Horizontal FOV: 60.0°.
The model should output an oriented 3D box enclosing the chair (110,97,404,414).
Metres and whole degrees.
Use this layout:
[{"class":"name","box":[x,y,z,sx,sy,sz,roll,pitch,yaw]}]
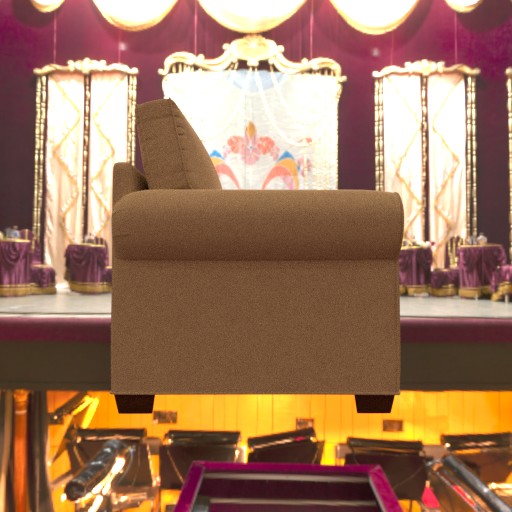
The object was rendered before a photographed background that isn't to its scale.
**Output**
[{"class":"chair","box":[0.000,0.000,1.741,0.863,0.955,1.040,0,-2,0]}]
